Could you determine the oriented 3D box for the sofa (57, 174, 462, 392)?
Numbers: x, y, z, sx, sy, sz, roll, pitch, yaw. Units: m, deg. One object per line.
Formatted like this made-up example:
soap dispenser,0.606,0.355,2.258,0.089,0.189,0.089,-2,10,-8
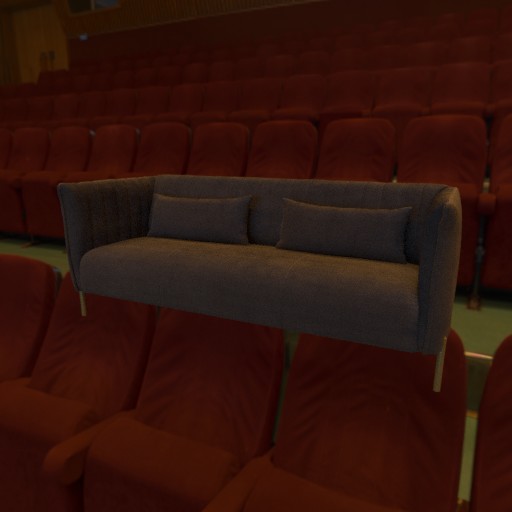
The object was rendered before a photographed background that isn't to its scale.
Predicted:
sofa,0.000,0.000,2.384,1.980,0.780,0.876,7,16,24
